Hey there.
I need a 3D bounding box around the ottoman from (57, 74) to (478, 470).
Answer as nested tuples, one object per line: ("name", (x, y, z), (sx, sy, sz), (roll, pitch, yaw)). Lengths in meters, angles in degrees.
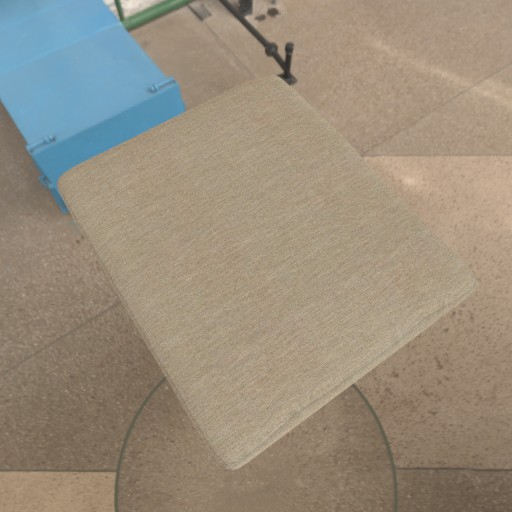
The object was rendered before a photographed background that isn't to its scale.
("ottoman", (0.000, 0.000, 1.424), (0.836, 0.492, 0.976), (-31, 68, -15))
